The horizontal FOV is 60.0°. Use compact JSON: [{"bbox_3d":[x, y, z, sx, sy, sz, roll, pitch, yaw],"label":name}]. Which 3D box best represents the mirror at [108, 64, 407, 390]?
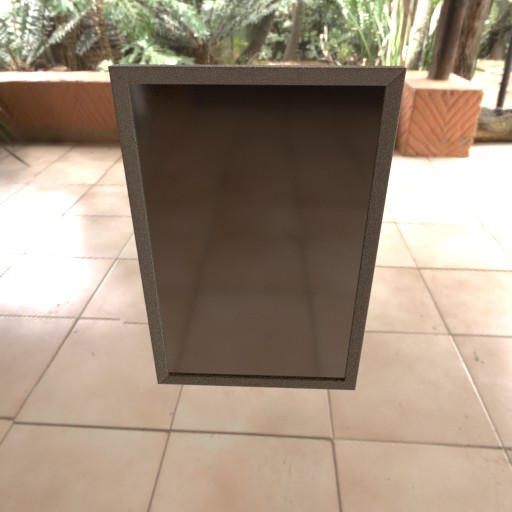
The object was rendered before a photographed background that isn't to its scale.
[{"bbox_3d":[0.000,0.000,1.151,0.609,0.915,0.040,1,30,2],"label":"mirror"}]
